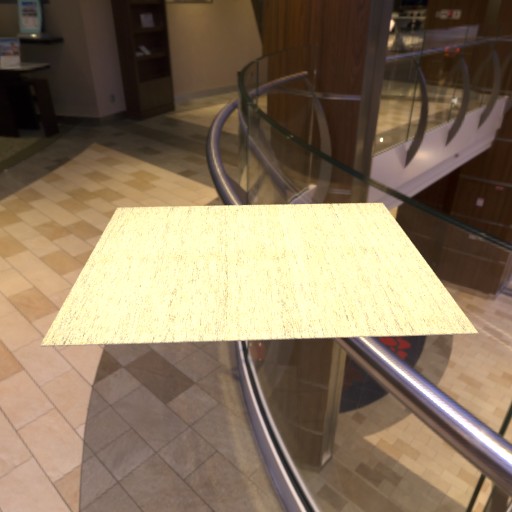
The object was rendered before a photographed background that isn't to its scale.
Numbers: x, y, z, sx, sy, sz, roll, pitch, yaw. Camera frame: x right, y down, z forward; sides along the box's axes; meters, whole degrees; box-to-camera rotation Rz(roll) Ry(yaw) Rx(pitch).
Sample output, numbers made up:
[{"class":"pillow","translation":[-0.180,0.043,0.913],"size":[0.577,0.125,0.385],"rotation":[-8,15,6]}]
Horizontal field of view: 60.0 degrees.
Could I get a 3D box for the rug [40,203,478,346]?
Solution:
[{"class":"rug","translation":[0.000,0.000,4.283],"size":[3.201,0.014,2.437],"rotation":[-1,30,-2]}]
